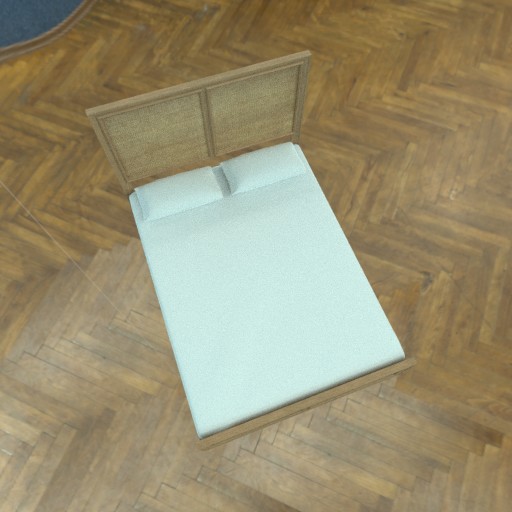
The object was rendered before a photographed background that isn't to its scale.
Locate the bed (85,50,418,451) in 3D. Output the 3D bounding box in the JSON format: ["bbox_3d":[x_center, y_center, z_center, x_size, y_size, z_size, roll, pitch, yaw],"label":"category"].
[{"bbox_3d":[0.000,0.000,3.251,1.606,1.387,2.184,-19,67,-8],"label":"bed"}]
